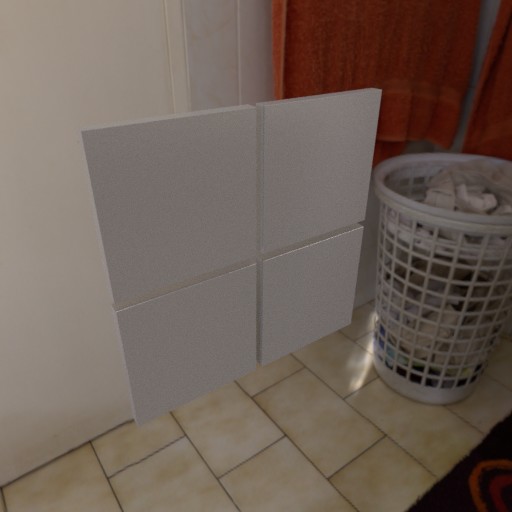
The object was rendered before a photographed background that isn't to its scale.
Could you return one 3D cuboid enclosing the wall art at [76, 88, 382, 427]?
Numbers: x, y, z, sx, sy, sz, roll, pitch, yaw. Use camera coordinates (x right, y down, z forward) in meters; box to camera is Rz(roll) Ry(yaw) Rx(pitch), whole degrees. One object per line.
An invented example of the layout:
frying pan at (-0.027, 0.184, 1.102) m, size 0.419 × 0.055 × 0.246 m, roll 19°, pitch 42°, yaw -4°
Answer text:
wall art at (0.000, 0.000, 0.931) m, size 0.611 × 0.611 × 0.029 m, roll -18°, pitch 34°, yaw -29°
